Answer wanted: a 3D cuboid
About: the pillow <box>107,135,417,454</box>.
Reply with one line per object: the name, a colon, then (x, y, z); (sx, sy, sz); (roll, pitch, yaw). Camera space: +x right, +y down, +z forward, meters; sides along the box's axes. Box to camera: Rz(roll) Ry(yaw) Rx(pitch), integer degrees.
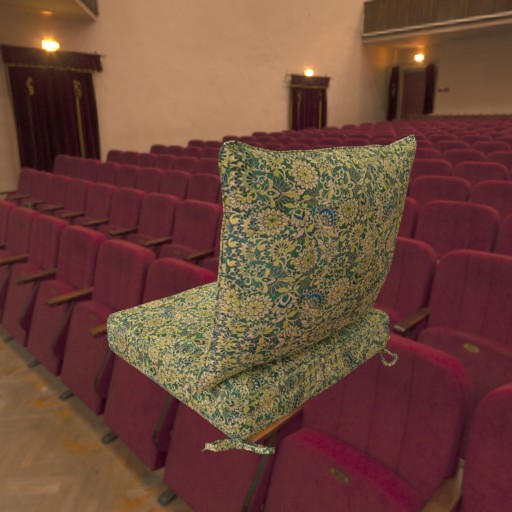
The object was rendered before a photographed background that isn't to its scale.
pillow: (0.000, 0.000, 1.357); (0.798, 0.722, 0.740); (-16, 23, -42)
